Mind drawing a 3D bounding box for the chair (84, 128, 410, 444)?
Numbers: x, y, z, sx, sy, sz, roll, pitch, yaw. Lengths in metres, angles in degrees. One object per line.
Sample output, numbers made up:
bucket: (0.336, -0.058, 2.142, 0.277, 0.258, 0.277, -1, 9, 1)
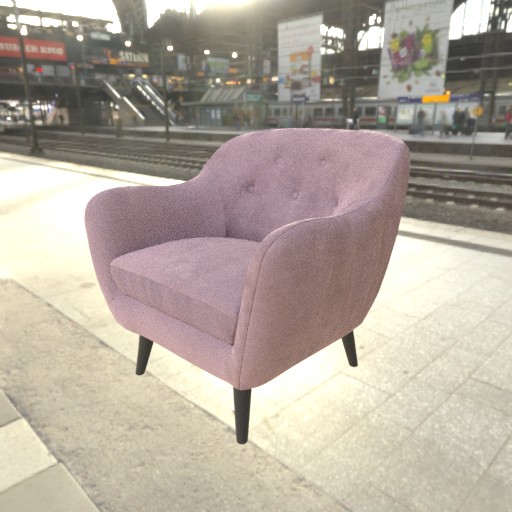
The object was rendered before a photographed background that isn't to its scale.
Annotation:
chair: (0.000, 0.000, 1.508, 0.840, 0.820, 0.820, 16, 23, 40)
